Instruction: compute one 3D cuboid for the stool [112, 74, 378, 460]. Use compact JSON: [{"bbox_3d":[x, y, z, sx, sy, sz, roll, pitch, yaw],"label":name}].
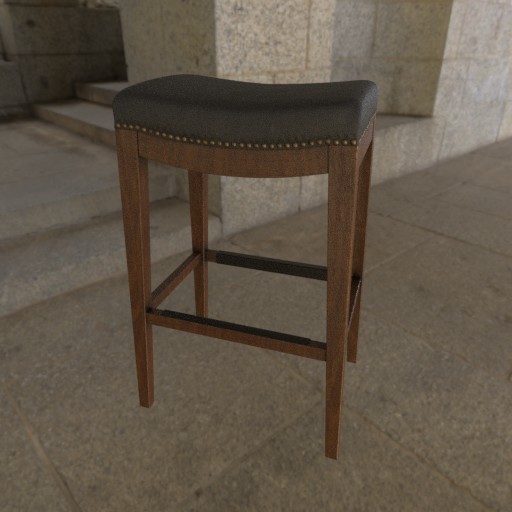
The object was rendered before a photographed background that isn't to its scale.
[{"bbox_3d":[0.000,0.000,1.031,0.500,0.765,0.361,9,28,16],"label":"stool"}]
